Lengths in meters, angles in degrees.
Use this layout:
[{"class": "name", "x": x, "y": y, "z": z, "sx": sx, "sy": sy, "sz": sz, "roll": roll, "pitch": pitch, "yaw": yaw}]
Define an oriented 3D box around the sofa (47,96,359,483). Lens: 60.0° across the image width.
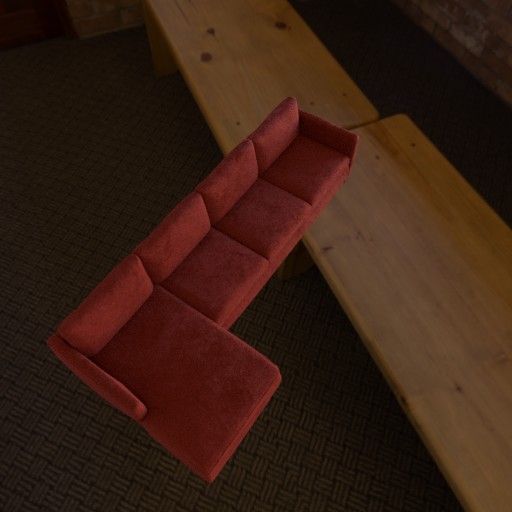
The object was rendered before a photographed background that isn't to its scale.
[{"class": "sofa", "x": 0.000, "y": 0.000, "z": 2.921, "sx": 1.136, "sy": 0.663, "sz": 2.467, "roll": 30, "pitch": 63, "yaw": 18}]
